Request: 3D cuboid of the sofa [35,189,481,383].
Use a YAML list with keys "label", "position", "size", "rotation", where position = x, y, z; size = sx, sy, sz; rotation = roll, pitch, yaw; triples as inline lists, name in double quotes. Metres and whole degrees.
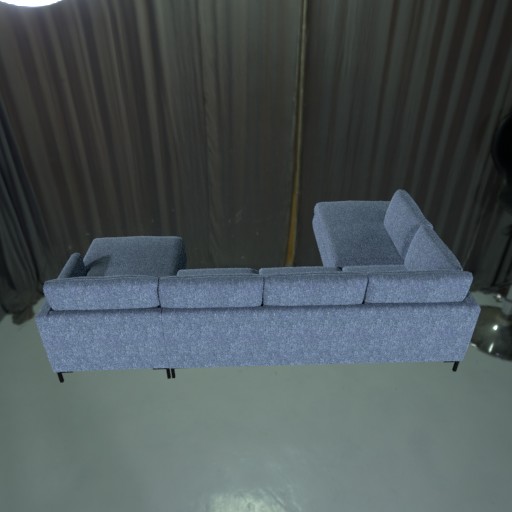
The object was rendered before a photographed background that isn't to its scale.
- label: "sofa"
  position: [0.000, 0.000, 3.526]
  size: [2.737, 0.756, 1.879]
  rotation: [-1, 32, -2]
